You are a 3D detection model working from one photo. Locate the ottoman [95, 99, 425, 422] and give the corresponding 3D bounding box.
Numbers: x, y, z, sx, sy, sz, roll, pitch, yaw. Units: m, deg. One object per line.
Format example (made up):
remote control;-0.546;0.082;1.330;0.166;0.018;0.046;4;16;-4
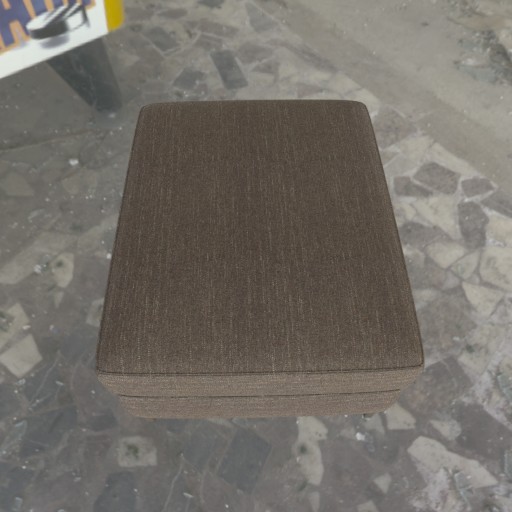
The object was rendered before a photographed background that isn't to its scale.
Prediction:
ottoman;0.000;0.000;1.221;0.671;0.490;0.820;-1;58;-1
